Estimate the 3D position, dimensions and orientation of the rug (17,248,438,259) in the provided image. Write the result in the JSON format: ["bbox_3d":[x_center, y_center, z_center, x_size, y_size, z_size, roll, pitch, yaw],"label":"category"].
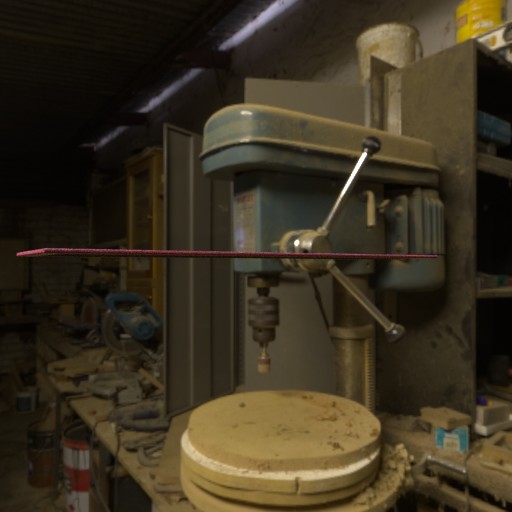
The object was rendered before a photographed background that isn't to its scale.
[{"bbox_3d":[0.000,0.000,2.641,2.439,0.018,0.813,1,-1,-35],"label":"rug"}]
